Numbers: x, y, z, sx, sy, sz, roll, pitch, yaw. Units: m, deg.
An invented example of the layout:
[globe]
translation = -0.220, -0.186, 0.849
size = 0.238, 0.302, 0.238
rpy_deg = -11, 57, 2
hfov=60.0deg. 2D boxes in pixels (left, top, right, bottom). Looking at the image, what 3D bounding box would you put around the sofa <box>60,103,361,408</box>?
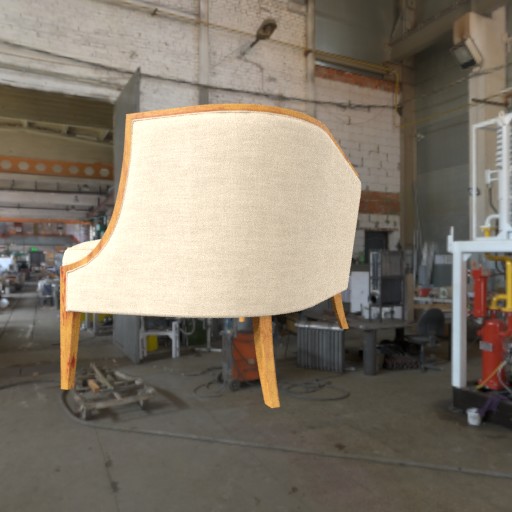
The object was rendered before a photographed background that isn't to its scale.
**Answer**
[sofa]
translation = 0.000, 0.000, 1.852
size = 0.770, 0.775, 1.474
rpy_deg = 0, 0, 19
